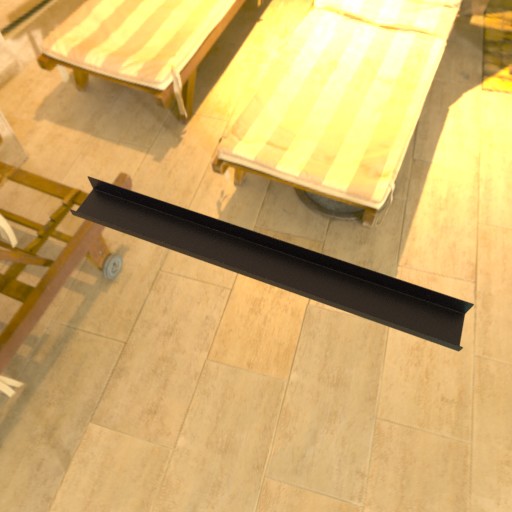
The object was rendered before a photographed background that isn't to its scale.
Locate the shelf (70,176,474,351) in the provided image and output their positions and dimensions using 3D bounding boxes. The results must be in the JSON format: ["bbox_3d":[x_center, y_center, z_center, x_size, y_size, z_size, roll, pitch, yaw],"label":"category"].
[{"bbox_3d":[0.000,0.000,0.993,0.924,0.049,0.092,19,61,11],"label":"shelf"}]
